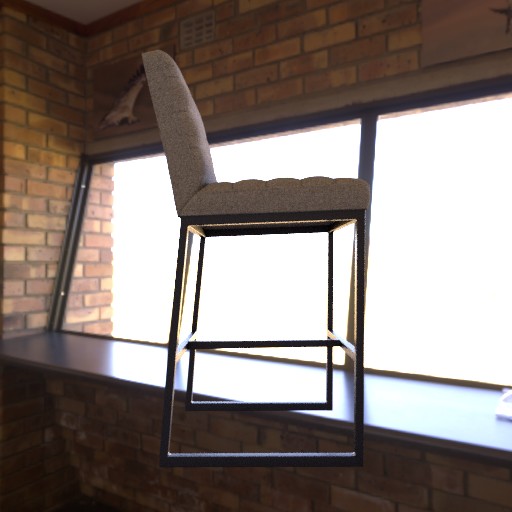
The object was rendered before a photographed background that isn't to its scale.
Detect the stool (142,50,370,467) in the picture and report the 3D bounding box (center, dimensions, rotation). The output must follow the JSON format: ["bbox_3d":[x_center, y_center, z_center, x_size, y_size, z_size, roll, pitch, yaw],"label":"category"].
[{"bbox_3d":[0.000,0.000,1.304,0.571,1.034,0.459,0,-1,0],"label":"stool"}]
